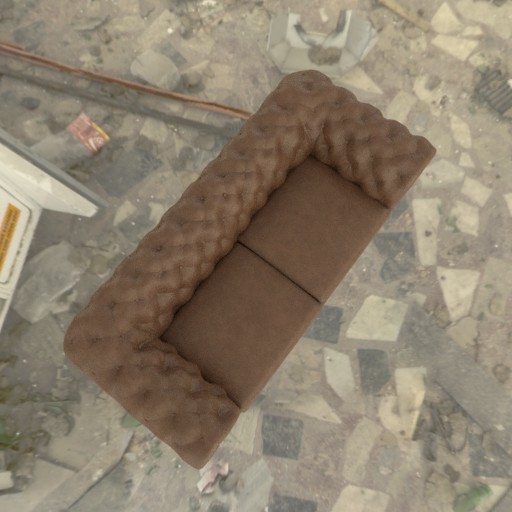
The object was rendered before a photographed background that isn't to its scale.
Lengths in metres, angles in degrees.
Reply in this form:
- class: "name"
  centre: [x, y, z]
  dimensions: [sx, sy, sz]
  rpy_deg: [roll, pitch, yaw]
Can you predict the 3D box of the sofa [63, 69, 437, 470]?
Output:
- class: "sofa"
  centre: [0.000, 0.000, 2.540]
  dimensions: [0.955, 0.784, 2.048]
  rpy_deg: [37, 78, 9]
